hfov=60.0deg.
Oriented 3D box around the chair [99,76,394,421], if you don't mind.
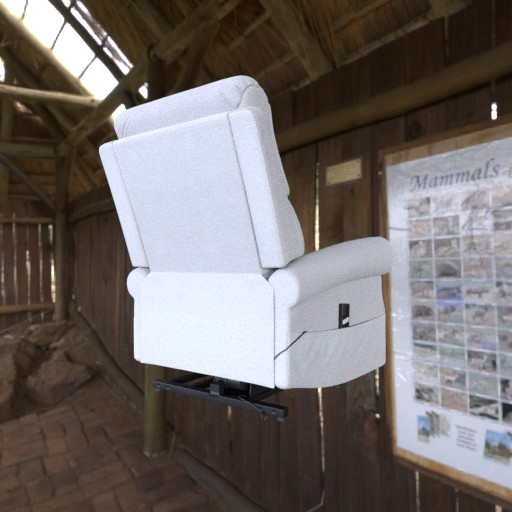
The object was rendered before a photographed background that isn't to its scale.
[{"bbox_3d":[0.000,0.000,1.753,0.871,1.031,0.979,-1,-1,35],"label":"chair"}]
